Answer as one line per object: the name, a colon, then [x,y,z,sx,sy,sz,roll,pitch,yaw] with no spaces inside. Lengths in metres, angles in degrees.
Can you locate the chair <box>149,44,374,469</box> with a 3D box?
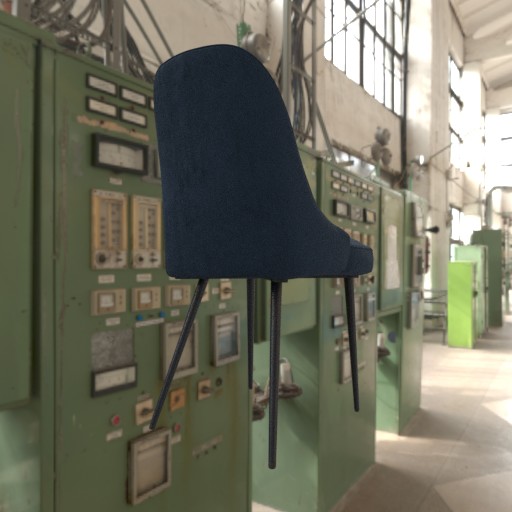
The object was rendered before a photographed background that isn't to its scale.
chair: [0.000,0.000,1.200,0.478,0.896,0.559,0,-1,36]
